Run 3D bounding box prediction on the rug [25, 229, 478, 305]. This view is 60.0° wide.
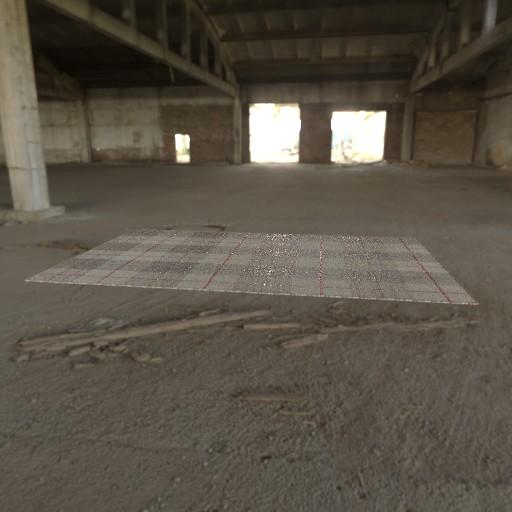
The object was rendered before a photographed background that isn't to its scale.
[{"bbox_3d":[0.000,0.000,3.095,2.464,0.010,1.549,2,15,8],"label":"rug"}]
